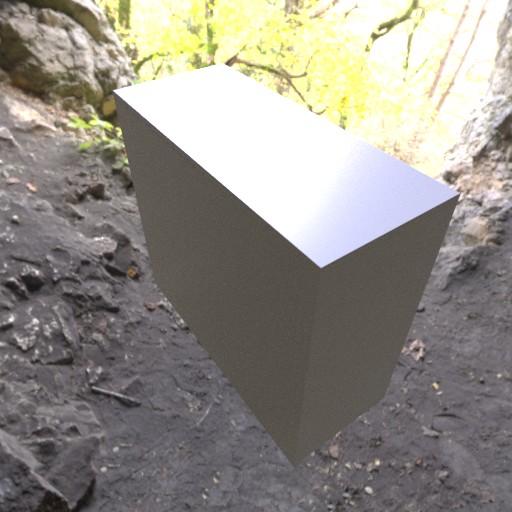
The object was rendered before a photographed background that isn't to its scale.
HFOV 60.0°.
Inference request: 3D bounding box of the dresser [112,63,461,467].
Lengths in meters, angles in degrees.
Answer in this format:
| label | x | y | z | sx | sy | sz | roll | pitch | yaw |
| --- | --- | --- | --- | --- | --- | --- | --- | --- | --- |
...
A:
| label | x | y | z | sx | sy | sz | roll | pitch | yaw |
| --- | --- | --- | --- | --- | --- | --- | --- | --- | --- |
| dresser | 0.000 | 0.000 | 1.663 | 0.460 | 1.000 | 1.100 | -26 | 48 | -25 |
